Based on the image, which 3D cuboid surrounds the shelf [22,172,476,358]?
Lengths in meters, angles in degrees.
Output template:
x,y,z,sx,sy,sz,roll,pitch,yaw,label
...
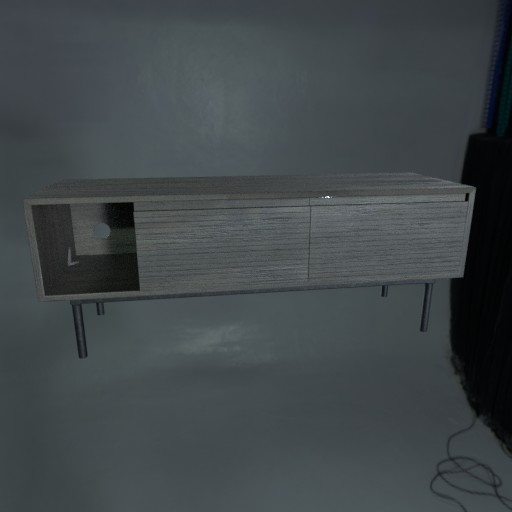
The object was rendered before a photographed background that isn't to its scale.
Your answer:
x,y,z,sx,sy,sz,roll,pitch,yaw,label
0.000,0.000,1.511,1.300,0.495,0.400,-3,17,-9,shelf
